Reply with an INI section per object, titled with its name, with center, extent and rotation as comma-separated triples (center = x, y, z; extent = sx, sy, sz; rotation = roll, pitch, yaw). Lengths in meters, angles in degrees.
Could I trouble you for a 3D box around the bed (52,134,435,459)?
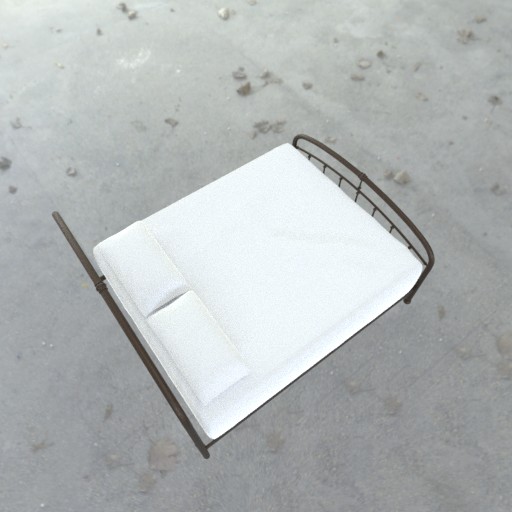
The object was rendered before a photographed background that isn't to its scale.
[bed]
center = 0.000, 0.000, 3.352
extent = 2.180, 1.425, 1.711
rotation = -32, 63, -18
